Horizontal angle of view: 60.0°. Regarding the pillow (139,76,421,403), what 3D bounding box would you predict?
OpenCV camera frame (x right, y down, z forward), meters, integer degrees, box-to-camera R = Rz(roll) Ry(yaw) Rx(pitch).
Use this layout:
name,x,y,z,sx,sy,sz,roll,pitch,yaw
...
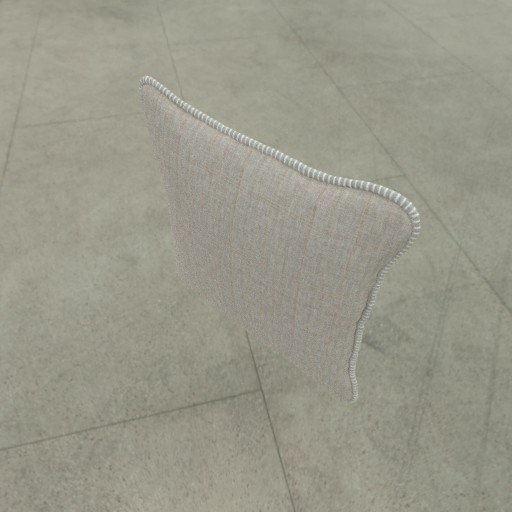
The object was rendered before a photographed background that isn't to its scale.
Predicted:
name,x,y,z,sx,sy,sz,roll,pitch,yaw
pillow,0.000,0.000,0.757,0.485,0.494,0.124,32,55,26
